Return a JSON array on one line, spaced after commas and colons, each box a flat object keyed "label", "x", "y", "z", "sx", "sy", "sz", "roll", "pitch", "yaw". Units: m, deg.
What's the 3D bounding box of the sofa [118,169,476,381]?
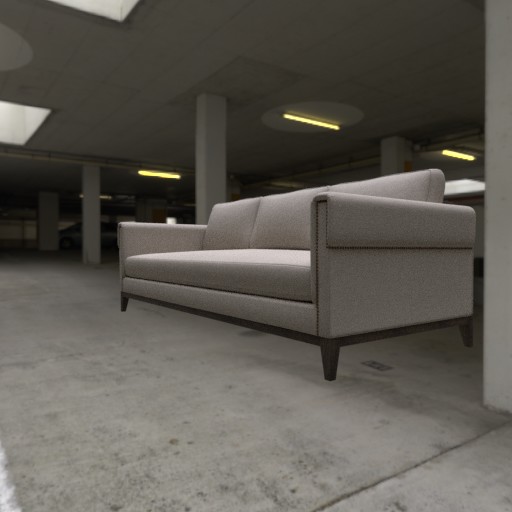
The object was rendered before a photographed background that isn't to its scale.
[{"label": "sofa", "x": 0.000, "y": 0.000, "z": 2.677, "sx": 0.959, "sy": 0.838, "sz": 2.210, "roll": -1, "pitch": 1, "yaw": -36}]
